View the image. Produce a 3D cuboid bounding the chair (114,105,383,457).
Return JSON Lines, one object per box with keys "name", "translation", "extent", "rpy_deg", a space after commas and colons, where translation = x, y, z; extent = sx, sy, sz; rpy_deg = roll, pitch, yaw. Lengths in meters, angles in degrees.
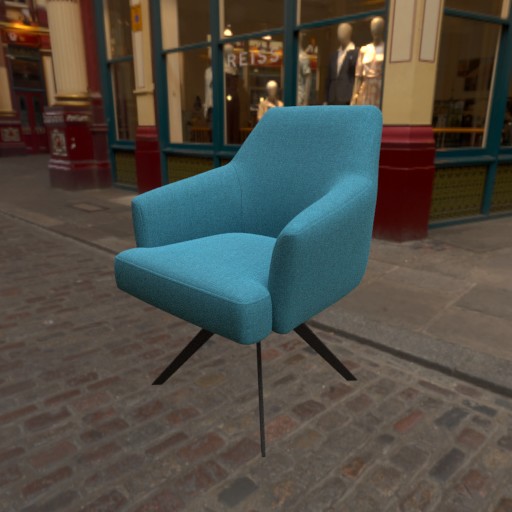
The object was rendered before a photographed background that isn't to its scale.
{"name": "chair", "translation": [0.000, 0.000, 1.344], "extent": [0.642, 0.874, 0.677], "rpy_deg": [15, 23, 40]}
